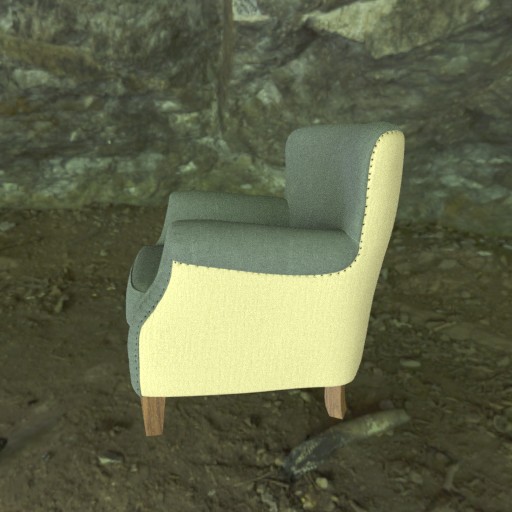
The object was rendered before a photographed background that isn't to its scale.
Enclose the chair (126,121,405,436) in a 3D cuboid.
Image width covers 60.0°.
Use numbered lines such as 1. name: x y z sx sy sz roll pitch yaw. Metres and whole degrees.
1. chair: 0.000 0.000 1.625 0.921 0.936 0.861 -3 16 -10
